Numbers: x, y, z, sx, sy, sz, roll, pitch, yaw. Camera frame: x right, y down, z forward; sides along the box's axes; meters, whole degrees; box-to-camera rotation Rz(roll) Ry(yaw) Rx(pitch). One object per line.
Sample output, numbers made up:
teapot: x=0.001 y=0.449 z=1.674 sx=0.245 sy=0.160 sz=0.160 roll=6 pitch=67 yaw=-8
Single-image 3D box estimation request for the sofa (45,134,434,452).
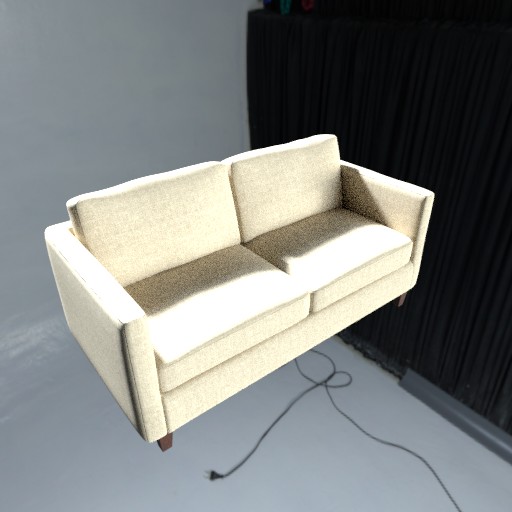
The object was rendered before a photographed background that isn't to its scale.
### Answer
sofa: x=0.000 y=0.000 z=2.427 sx=1.884 sy=0.963 sz=0.950 roll=-22 pitch=37 yaw=-32
